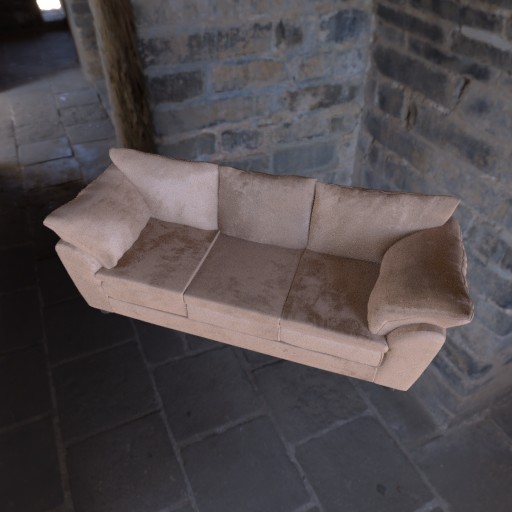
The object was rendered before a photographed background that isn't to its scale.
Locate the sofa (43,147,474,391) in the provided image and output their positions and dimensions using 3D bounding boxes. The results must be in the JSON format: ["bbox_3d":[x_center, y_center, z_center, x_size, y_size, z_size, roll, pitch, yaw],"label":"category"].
[{"bbox_3d":[0.000,0.000,2.779,2.377,0.981,0.893,12,43,14],"label":"sofa"}]
